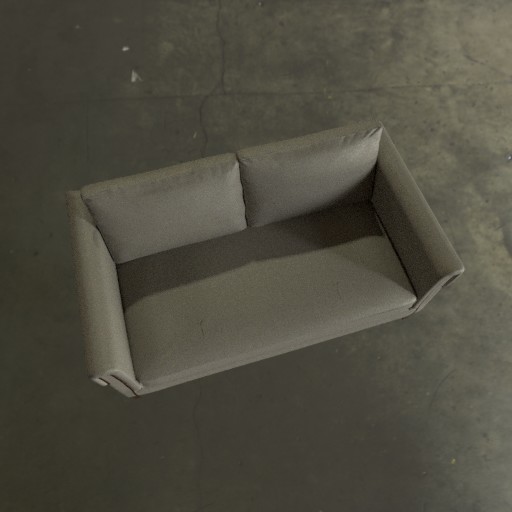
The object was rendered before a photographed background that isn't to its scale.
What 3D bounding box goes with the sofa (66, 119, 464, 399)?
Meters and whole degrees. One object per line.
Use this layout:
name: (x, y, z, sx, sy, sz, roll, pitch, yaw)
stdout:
sofa: (0.000, 0.000, 2.160, 1.598, 0.873, 0.899, -15, 63, -8)
